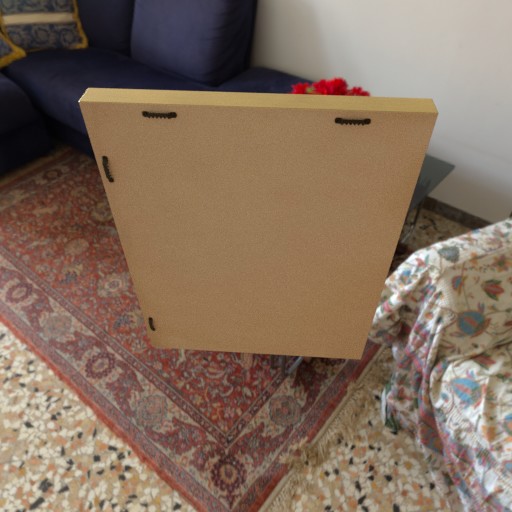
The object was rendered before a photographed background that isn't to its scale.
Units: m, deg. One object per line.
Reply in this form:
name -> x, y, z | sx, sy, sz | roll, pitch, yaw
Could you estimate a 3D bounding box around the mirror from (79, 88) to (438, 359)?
mirror -> 0.000, 0.000, 0.689 | 0.405, 0.508, 0.041 | 3, 46, 3
